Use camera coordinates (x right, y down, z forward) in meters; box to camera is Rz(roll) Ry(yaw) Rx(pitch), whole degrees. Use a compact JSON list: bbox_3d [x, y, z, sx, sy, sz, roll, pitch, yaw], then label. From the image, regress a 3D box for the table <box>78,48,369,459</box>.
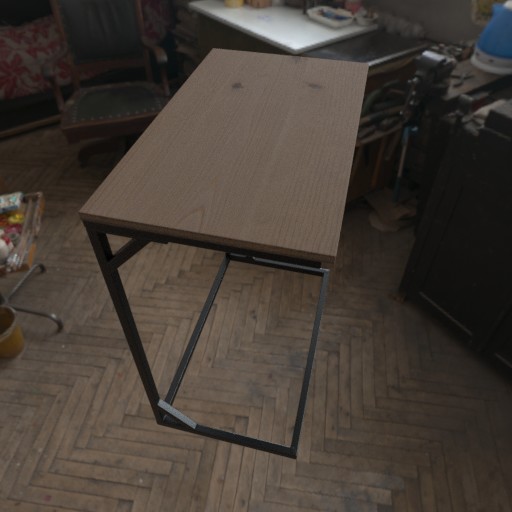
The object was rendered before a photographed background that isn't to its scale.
[{"bbox_3d":[0.000,0.000,1.015,0.351,0.673,0.597,10,46,10],"label":"table"}]
